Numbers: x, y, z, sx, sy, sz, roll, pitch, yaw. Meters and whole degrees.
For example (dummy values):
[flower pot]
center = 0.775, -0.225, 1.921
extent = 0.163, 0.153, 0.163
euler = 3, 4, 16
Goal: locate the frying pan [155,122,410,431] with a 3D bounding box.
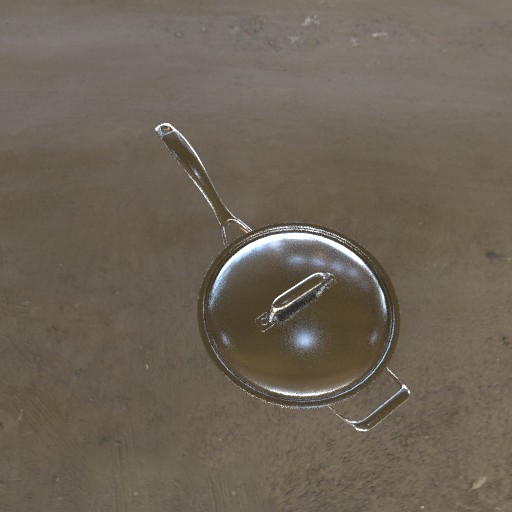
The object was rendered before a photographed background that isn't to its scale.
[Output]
[frying pan]
center = 0.000, 0.000, 0.663
extent = 0.280, 0.114, 0.561
euler = -31, 64, -17
